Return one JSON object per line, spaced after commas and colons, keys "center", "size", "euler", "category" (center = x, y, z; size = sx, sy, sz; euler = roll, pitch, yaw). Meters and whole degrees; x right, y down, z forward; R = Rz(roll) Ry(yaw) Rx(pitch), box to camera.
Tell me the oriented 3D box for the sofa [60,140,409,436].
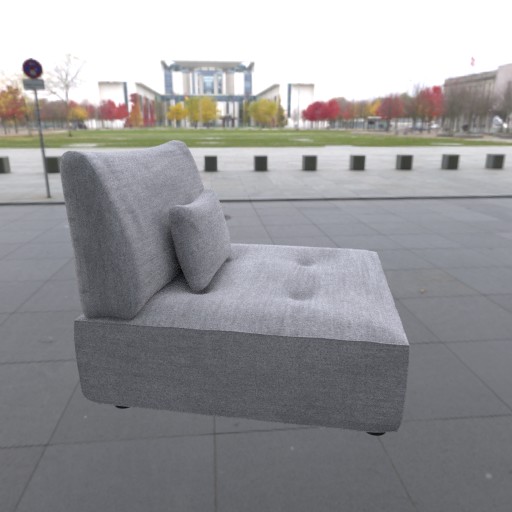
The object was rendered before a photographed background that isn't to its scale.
{"center": [0.000, 0.000, 1.684], "size": [1.000, 0.820, 0.930], "euler": [3, 17, 9], "category": "sofa"}
